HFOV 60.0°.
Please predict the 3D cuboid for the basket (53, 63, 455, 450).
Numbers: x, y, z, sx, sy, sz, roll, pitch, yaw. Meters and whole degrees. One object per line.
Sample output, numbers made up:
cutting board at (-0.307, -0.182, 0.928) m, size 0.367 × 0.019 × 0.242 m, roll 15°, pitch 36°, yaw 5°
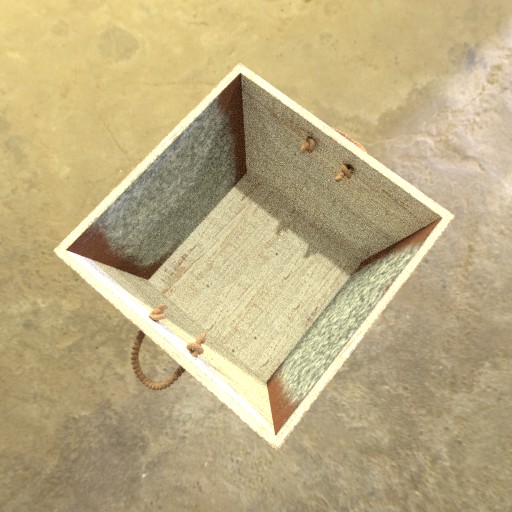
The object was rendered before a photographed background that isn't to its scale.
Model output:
basket at (0.000, 0.000, 0.758) m, size 0.413 × 0.247 × 0.545 m, roll 39°, pitch 78°, yaw 10°
